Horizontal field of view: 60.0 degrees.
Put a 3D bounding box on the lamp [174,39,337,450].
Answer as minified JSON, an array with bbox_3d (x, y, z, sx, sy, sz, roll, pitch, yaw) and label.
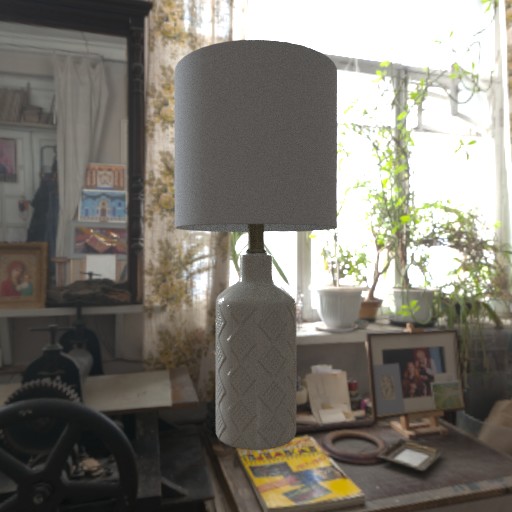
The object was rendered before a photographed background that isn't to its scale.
[{"bbox_3d":[0.000,0.000,0.574,0.207,0.461,0.207,0,1,35],"label":"lamp"}]
